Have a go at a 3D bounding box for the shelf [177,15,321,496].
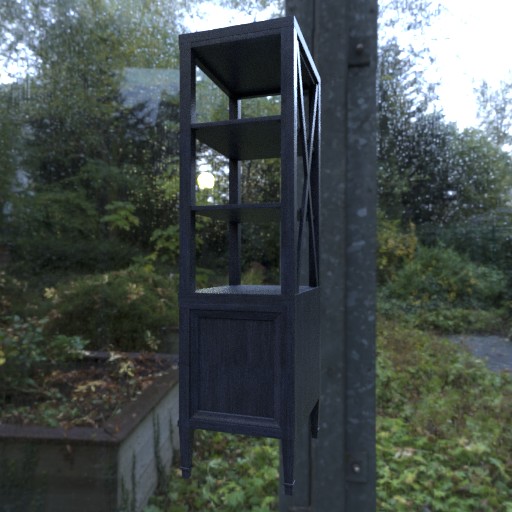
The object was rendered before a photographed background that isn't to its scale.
[{"bbox_3d":[0.000,0.000,1.934,0.472,1.727,0.584,0,-1,18],"label":"shelf"}]
